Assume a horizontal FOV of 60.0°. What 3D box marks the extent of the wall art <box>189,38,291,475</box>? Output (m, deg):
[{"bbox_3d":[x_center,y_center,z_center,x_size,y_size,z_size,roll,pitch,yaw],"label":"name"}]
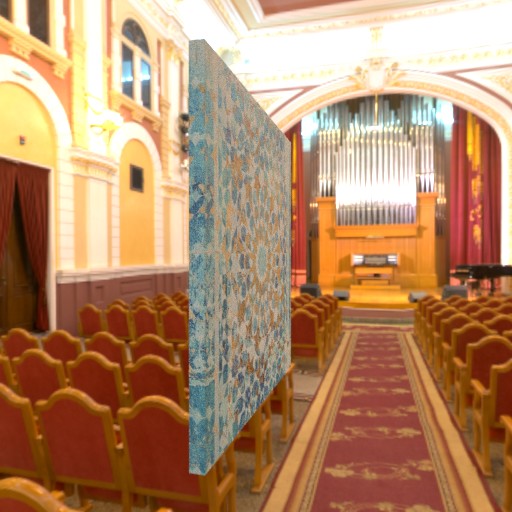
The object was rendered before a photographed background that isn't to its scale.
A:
[{"bbox_3d":[0.000,0.000,1.372,0.040,0.916,0.916,0,1,16],"label":"wall art"}]
